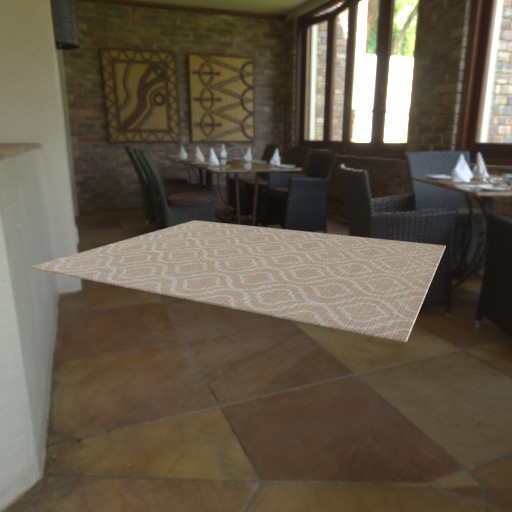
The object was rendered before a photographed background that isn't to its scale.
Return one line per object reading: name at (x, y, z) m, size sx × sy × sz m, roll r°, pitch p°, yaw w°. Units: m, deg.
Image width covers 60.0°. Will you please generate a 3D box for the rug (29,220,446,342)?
rug at (0.000, 0.000, 3.879) m, size 2.894 × 0.013 × 2.286 m, roll 8°, pitch 17°, yaw 26°
